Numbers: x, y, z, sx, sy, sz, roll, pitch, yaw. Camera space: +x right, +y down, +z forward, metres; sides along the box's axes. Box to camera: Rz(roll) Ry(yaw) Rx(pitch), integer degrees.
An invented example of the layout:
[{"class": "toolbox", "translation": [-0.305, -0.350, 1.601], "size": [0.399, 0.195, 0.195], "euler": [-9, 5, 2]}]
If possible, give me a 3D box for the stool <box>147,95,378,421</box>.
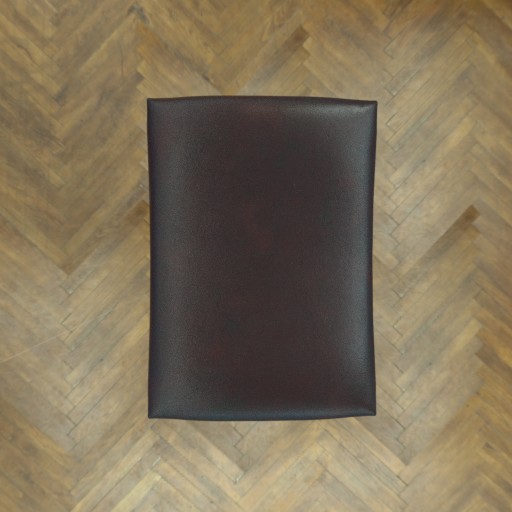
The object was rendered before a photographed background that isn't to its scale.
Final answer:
[{"class": "stool", "translation": [0.000, 0.000, 1.022], "size": [0.372, 0.742, 0.504], "euler": [0, 91, -2]}]
